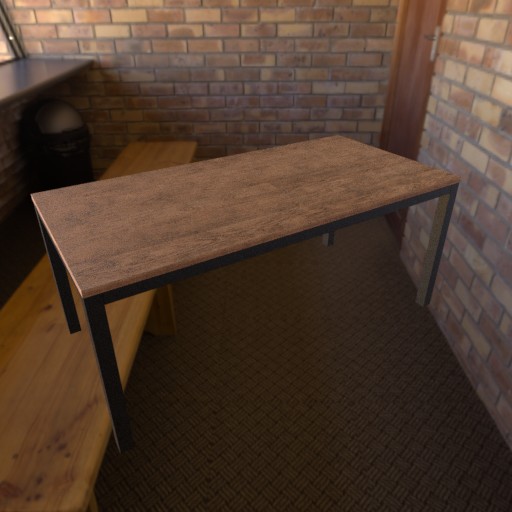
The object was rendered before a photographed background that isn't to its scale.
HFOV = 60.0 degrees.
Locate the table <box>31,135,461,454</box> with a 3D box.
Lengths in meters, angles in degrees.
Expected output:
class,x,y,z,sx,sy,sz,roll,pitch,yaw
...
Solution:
class,x,y,z,sx,sy,sz,roll,pitch,yaw
table,0.000,0.000,2.258,1.805,0.767,0.893,-18,35,-28
